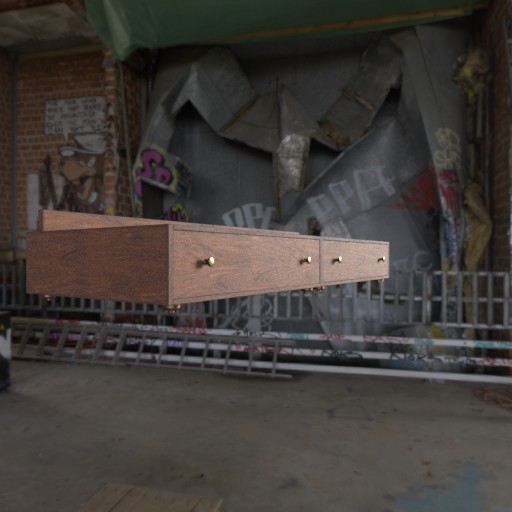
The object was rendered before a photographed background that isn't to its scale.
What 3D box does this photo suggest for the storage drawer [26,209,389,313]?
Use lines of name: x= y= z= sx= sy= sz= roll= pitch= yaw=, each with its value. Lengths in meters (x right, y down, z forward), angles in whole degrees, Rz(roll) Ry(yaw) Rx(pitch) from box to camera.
storage drawer: x=0.000 y=0.000 z=2.231 sx=0.774 sy=0.339 sz=1.914 roll=0 pitch=0 yaw=35
